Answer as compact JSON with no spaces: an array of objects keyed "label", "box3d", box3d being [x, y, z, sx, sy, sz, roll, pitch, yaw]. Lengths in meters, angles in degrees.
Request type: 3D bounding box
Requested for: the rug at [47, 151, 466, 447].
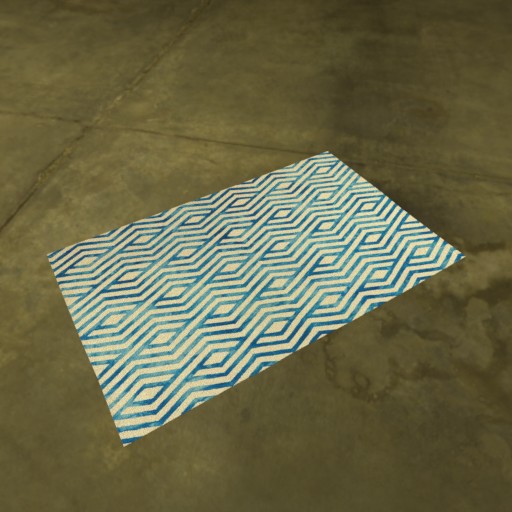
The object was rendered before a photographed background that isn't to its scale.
[{"label":"rug","box3d":[0.000,0.000,3.040,2.439,0.008,1.531,-24,51,-21]}]
